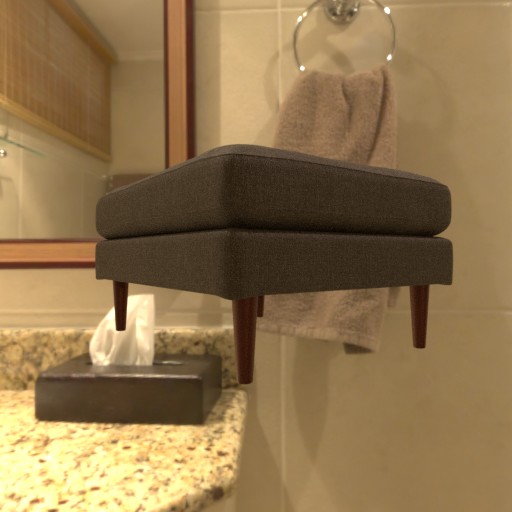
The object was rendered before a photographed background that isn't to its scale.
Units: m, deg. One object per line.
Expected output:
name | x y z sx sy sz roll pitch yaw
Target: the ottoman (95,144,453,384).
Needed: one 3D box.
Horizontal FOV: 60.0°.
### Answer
ottoman | 0.000 0.000 1.276 0.693 0.474 0.821 0 0 -35
